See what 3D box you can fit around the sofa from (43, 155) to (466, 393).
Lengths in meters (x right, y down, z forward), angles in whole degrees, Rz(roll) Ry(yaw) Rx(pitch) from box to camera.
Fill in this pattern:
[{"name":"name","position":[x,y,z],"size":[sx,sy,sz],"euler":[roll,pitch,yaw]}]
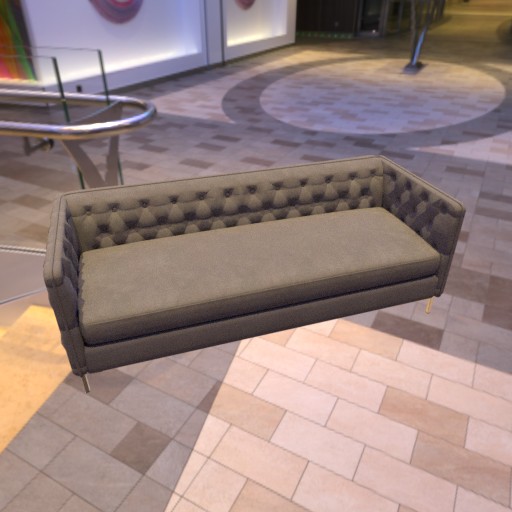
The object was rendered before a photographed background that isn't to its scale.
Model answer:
[{"name":"sofa","position":[0.000,0.000,2.679],"size":[2.209,0.771,0.895],"euler":[-10,33,-15]}]
